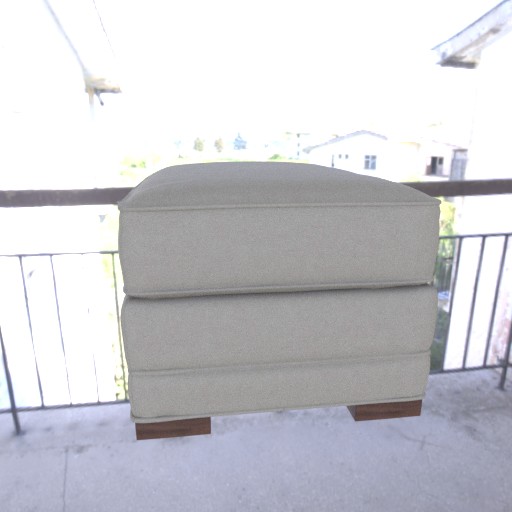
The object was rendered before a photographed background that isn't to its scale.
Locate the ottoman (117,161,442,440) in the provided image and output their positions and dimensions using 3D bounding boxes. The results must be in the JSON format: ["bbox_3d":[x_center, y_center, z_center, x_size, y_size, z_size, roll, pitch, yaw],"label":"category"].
[{"bbox_3d":[0.000,0.000,1.192,0.611,0.482,0.848,-2,15,-7],"label":"ottoman"}]
